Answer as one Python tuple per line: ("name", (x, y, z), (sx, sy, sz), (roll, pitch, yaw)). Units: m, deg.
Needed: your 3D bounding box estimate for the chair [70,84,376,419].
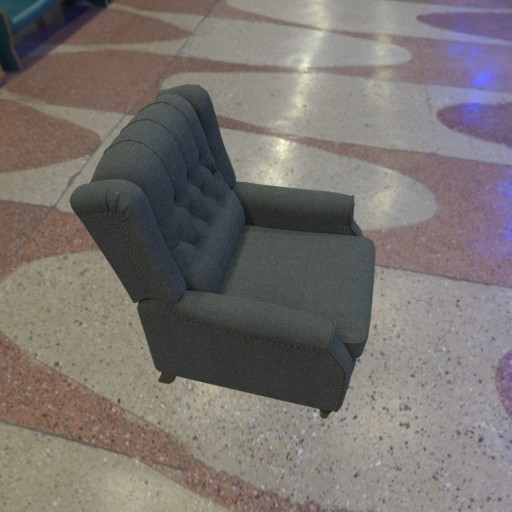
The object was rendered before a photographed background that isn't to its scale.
("chair", (0.000, 0.000, 1.661), (0.898, 1.035, 0.742), (10, 47, 10))
